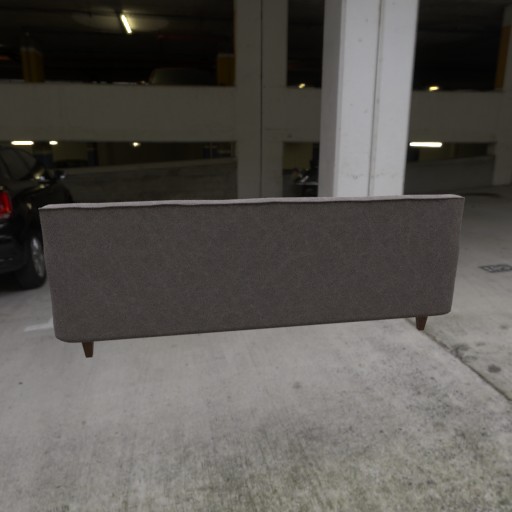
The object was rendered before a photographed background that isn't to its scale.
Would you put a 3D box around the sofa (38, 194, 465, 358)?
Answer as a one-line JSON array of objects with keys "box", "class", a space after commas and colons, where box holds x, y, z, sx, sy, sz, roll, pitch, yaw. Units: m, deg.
[{"box": [0.000, 0.000, 2.673, 2.247, 0.806, 0.917, -3, 15, -10], "class": "sofa"}]
